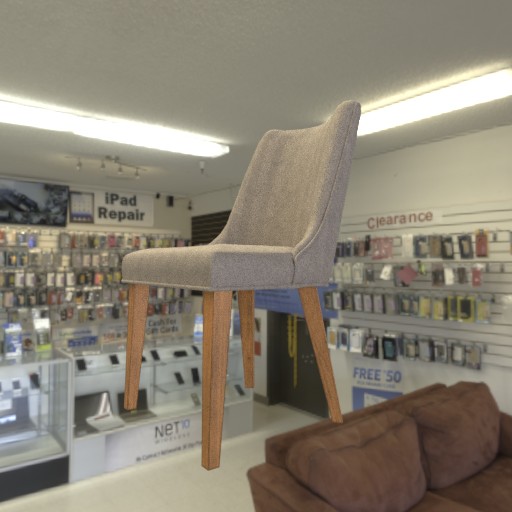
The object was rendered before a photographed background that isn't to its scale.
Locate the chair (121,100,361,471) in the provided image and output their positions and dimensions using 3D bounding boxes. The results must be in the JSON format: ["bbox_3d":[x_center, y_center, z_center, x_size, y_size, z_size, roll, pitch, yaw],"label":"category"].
[{"bbox_3d":[0.000,0.000,1.325,0.636,0.916,0.548,1,-1,-36],"label":"chair"}]
